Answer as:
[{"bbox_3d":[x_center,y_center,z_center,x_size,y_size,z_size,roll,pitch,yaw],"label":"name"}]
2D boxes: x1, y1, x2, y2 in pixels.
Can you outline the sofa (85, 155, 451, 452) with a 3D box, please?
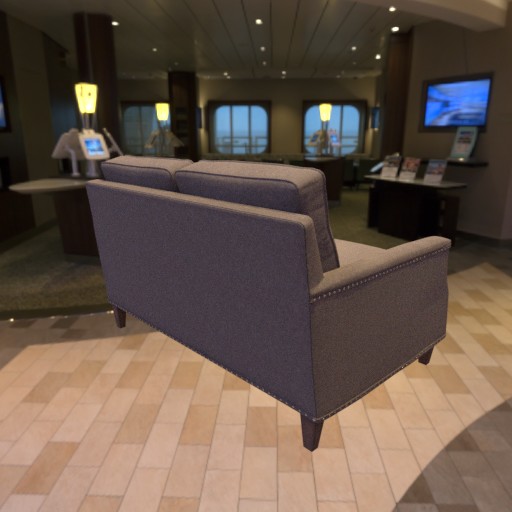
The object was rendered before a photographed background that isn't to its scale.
[{"bbox_3d":[0.000,0.000,2.256,1.084,1.003,1.597,-15,22,-42],"label":"sofa"}]
